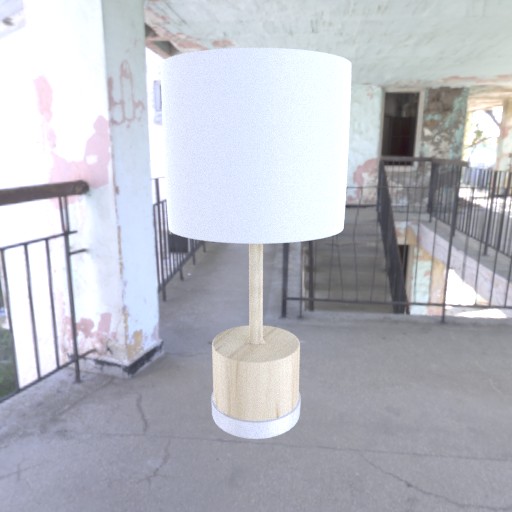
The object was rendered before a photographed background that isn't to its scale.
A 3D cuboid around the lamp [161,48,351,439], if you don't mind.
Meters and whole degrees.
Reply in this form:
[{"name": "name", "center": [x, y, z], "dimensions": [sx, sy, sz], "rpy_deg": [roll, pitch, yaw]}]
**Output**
[{"name": "lamp", "center": [0.000, 0.000, 0.594], "dimensions": [0.229, 0.470, 0.229], "rpy_deg": [7, 15, 26]}]
